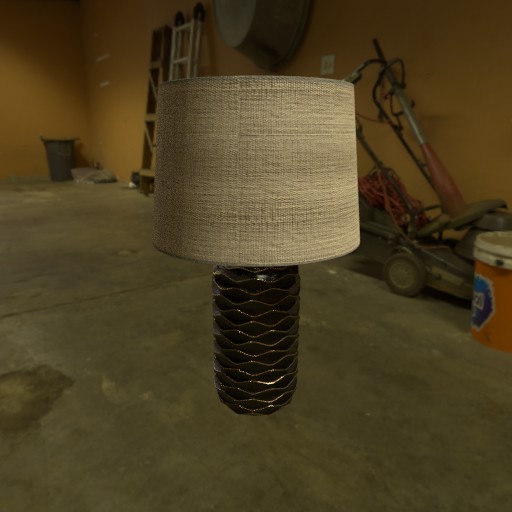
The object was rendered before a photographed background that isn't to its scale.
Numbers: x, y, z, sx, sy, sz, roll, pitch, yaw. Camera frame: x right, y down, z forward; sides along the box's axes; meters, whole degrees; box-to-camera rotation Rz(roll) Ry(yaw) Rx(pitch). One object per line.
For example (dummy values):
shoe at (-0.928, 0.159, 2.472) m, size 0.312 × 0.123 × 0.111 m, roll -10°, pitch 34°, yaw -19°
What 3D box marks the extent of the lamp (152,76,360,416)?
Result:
lamp at (0.000, 0.000, 0.832) m, size 0.376 × 0.594 × 0.376 m, roll 0°, pitch 16°, yaw 0°
